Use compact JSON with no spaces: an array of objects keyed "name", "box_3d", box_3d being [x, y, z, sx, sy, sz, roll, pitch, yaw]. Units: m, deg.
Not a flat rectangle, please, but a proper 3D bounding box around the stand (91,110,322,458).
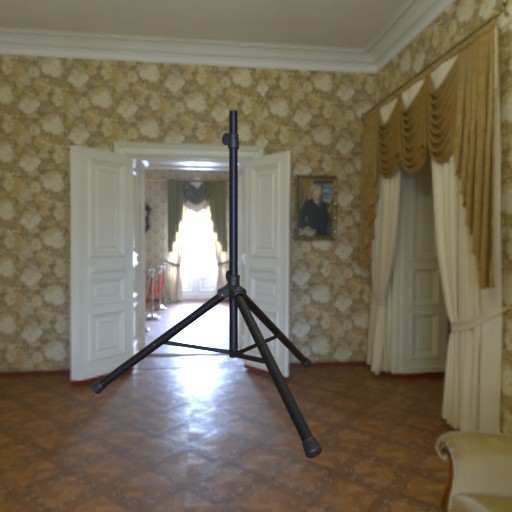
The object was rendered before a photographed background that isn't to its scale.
[{"name":"stand","box_3d":[0.000,0.000,1.870,1.045,1.136,0.907,1,1,37]}]
